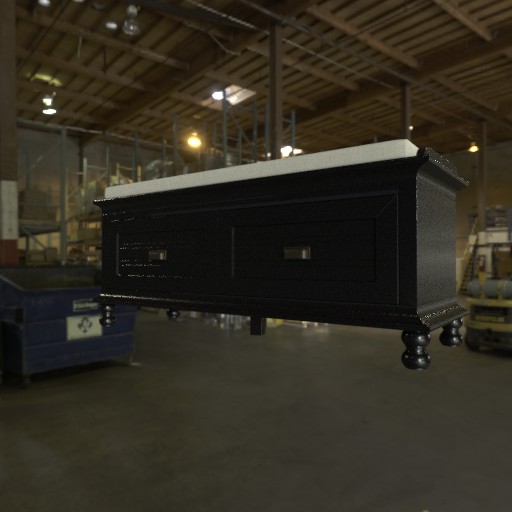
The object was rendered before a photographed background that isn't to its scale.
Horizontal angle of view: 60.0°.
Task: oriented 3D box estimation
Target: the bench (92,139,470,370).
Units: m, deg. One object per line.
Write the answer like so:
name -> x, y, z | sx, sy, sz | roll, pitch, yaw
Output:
bench -> 0.000, 0.000, 1.427 | 1.185, 0.501, 0.402 | -1, -1, 36
